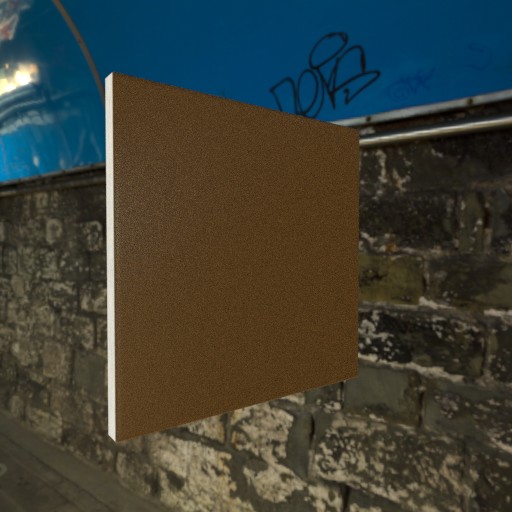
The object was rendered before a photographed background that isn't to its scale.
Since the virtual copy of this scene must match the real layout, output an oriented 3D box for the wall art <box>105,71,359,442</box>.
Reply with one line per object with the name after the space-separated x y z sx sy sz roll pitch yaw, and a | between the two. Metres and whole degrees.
0.000 0.000 1.951 1.287 1.288 0.078 -1 2 -37 | wall art
